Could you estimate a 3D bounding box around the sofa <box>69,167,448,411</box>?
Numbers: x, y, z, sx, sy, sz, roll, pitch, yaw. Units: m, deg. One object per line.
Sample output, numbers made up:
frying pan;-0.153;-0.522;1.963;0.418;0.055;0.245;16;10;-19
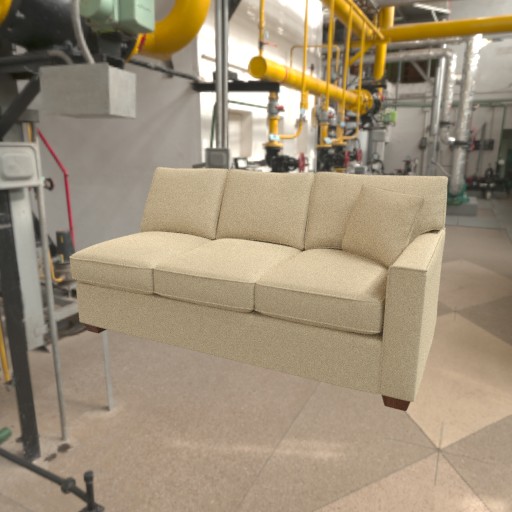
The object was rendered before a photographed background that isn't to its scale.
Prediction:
sofa;0.000;0.000;2.579;1.963;0.946;1.034;7;16;26
